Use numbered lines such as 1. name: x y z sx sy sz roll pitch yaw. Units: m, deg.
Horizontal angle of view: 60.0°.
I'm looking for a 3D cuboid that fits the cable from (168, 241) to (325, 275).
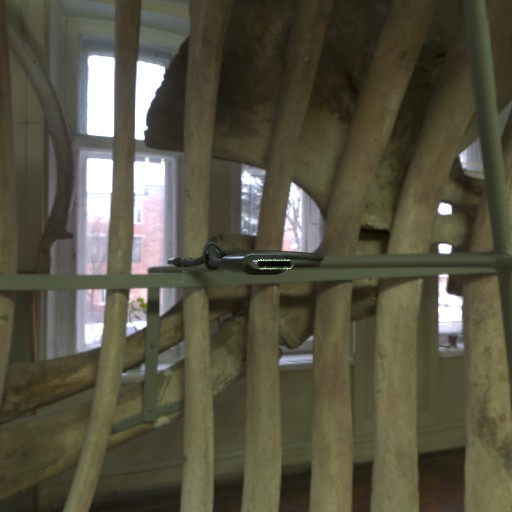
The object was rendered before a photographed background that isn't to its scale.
1. cable: 0.000 0.000 0.228 0.070 0.014 0.203 0 -1 -18
